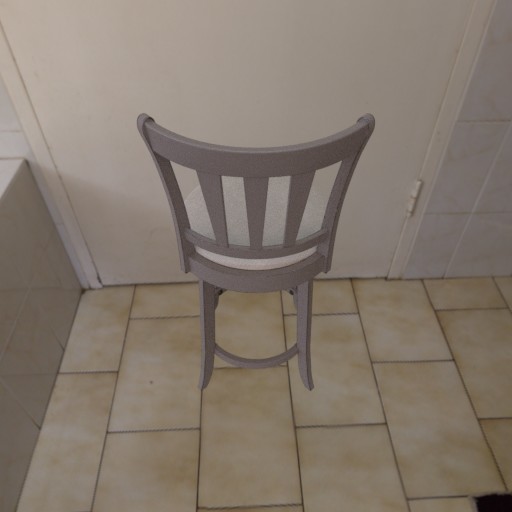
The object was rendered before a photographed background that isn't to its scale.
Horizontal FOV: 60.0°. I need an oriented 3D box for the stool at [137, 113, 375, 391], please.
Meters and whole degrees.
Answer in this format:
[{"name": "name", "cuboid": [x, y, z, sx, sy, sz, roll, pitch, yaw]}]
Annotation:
[{"name": "stool", "cuboid": [0.000, 0.000, 1.269, 0.436, 1.023, 0.475, 0, 45, 0]}]
